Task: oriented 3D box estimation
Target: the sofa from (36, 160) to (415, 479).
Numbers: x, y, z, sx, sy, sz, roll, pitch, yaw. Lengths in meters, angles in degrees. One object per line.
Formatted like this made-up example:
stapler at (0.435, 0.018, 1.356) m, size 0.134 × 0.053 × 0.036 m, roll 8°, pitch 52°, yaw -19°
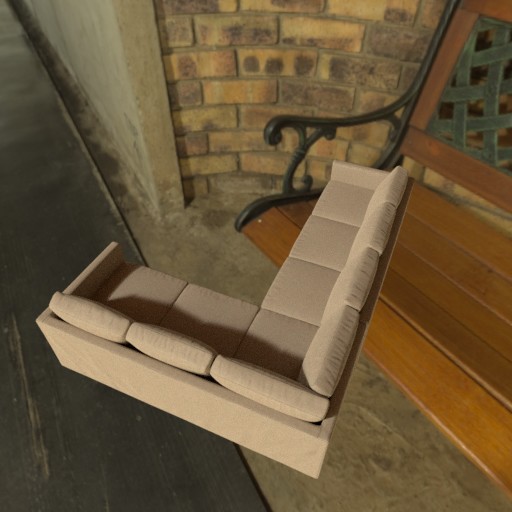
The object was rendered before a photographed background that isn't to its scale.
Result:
sofa at (0.000, 0.000, 4.349) m, size 2.432 × 0.871 × 3.182 m, roll 17°, pitch 48°, yaw 17°
